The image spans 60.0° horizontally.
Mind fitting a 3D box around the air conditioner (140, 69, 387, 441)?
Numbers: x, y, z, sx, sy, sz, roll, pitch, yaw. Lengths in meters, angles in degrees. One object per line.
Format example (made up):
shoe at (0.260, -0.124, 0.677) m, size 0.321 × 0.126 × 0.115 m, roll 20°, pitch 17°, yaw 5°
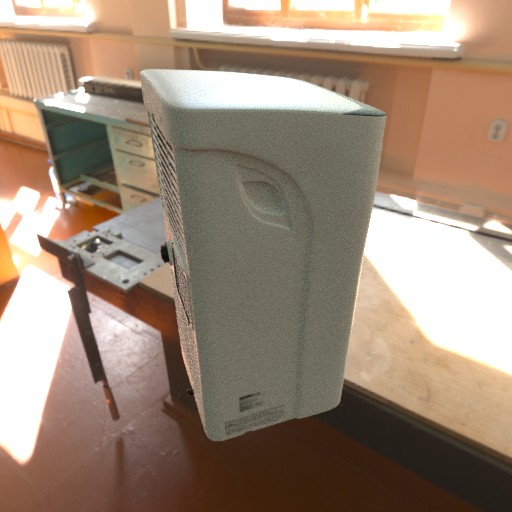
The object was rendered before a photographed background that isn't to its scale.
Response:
air conditioner at (0.000, 0.000, 0.927) m, size 0.369 × 0.716 × 0.352 m, roll -10°, pitch 32°, yaw -16°
